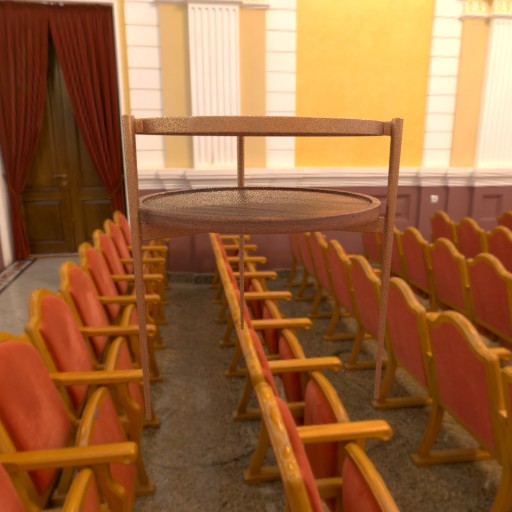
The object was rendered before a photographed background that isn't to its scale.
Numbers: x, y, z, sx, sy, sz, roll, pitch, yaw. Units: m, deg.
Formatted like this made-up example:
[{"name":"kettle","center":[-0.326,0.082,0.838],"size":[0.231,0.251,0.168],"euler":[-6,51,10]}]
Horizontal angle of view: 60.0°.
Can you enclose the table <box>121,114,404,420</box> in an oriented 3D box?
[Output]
[{"name":"table","center":[0.000,0.000,0.838],"size":[0.430,0.493,0.456],"euler":[-2,15,-9]}]
